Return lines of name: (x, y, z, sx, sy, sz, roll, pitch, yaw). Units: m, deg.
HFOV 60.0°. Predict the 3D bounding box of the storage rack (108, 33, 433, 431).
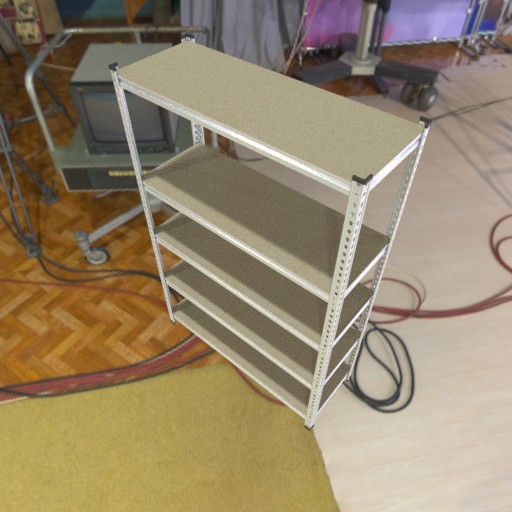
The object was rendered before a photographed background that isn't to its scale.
storage rack: (0.000, 0.000, 2.342, 1.219, 1.829, 0.457, 31, 54, 26)
